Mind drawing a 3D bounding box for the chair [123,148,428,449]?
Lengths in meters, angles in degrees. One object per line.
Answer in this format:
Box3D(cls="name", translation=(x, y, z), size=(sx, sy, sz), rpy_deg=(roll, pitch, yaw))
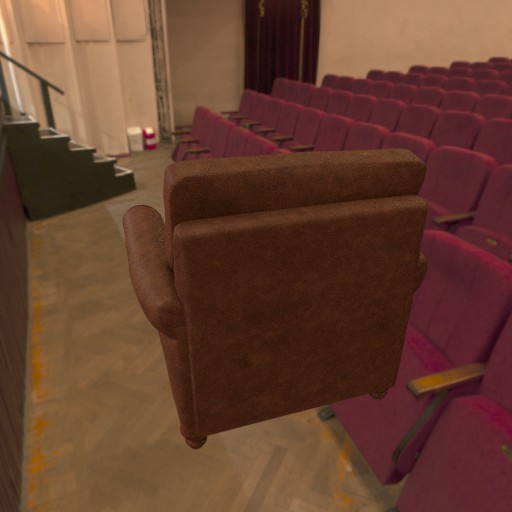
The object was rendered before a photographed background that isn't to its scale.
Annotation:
Box3D(cls="chair", translation=(0.000, 0.000, 1.789), size=(0.996, 0.976, 1.002), rpy_deg=(-8, 27, -17))
